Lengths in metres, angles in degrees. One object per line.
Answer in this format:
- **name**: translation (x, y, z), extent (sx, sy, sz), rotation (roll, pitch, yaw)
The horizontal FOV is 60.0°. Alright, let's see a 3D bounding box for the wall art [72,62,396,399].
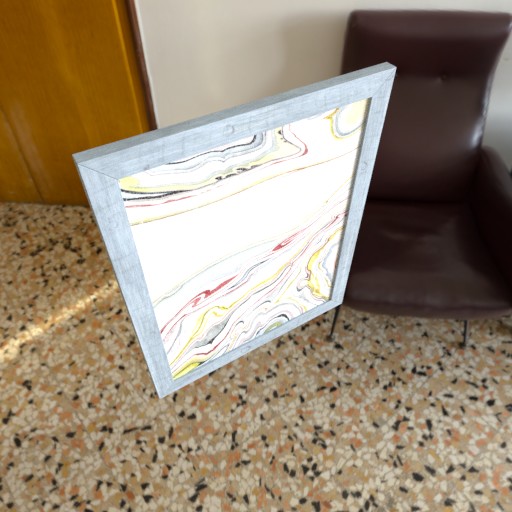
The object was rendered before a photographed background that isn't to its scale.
- **wall art**: translation (0.000, 0.000, 0.797), extent (0.479, 0.582, 0.022), rotation (-24, 51, -21)
